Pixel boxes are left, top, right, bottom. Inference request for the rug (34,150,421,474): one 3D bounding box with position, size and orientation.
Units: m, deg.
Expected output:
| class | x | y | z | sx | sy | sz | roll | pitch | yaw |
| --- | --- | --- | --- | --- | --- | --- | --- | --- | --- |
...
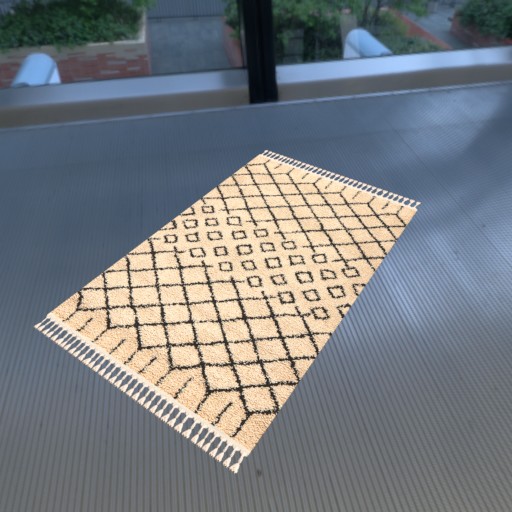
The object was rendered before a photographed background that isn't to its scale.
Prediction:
| class | x | y | z | sx | sy | sz | roll | pitch | yaw |
| --- | --- | --- | --- | --- | --- | --- | --- | --- | --- |
| rug | 0.000 | 0.000 | 2.461 | 1.196 | 0.008 | 2.006 | 25 | 48 | 24 |
